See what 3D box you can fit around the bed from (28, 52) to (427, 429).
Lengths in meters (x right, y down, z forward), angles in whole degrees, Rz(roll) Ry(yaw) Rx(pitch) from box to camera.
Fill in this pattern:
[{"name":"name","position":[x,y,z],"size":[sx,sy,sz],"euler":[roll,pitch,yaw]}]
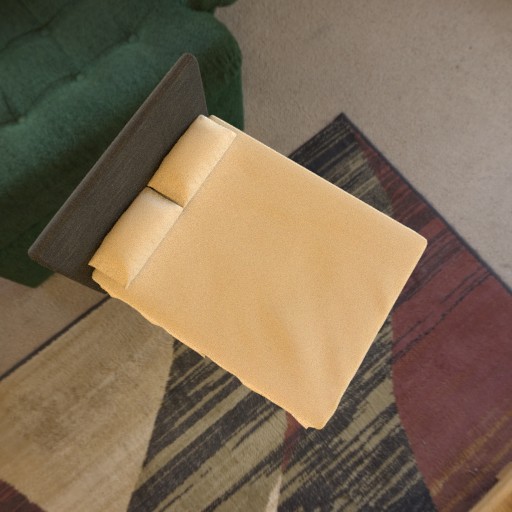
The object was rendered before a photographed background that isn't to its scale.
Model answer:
[{"name":"bed","position":[0.000,0.000,3.237],"size":[2.142,1.330,1.723],"euler":[32,78,7]}]
